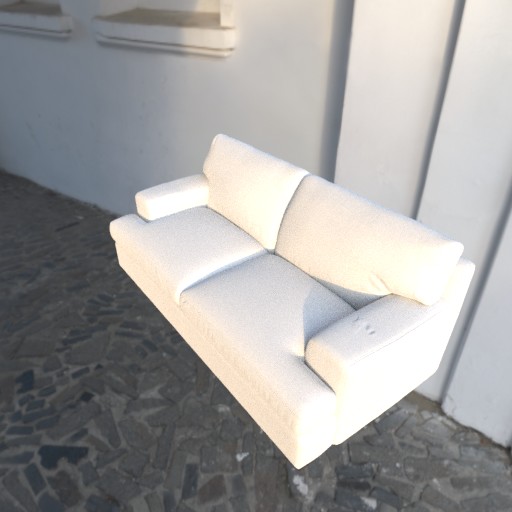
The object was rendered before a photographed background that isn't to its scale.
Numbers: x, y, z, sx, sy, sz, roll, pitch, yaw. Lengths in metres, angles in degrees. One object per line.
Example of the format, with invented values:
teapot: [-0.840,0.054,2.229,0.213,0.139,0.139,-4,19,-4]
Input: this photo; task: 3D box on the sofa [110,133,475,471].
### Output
sofa: [0.000,0.000,2.809,1.143,0.940,2.261,-22,39,-30]
